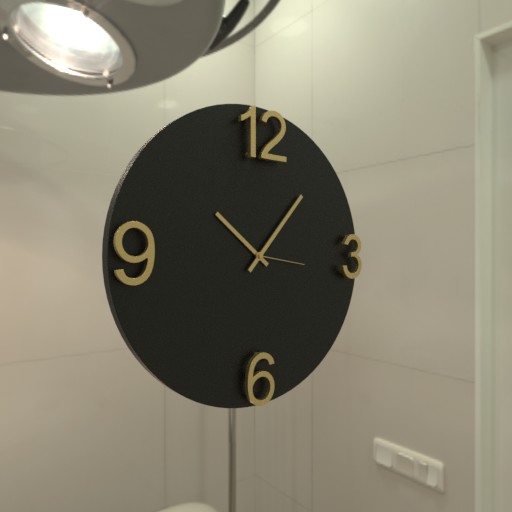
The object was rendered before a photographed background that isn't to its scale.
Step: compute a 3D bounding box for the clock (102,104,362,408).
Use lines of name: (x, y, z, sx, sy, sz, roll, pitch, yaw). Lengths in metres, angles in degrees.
clock: (0.000, 0.000, 0.675, 0.454, 0.454, 0.038, 0, 0, -37)
